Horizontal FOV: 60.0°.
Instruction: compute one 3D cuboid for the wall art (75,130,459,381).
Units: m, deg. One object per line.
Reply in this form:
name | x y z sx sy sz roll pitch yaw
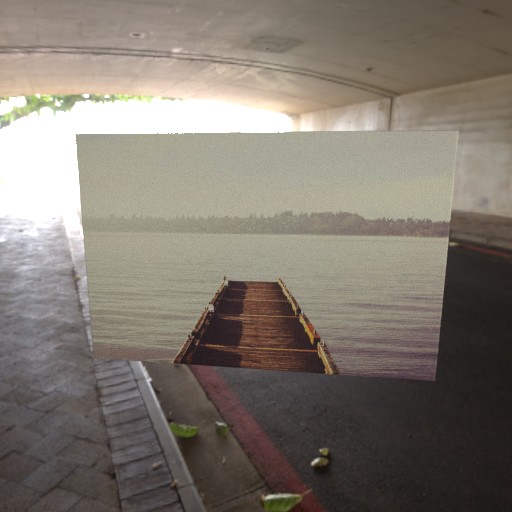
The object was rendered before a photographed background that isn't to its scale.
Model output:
wall art | 0.000 0.000 0.758 0.615 0.410 0.021 2 13 8
